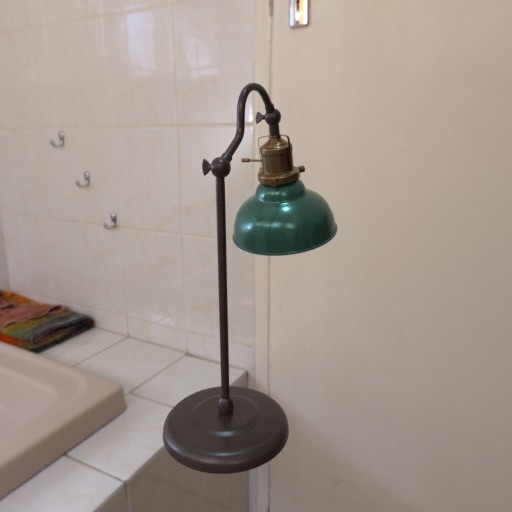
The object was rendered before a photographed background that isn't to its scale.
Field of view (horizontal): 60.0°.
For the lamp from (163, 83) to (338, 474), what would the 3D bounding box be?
[{"bbox_3d":[0.000,0.000,0.694,0.192,0.508,0.374,8,17,29],"label":"lamp"}]
